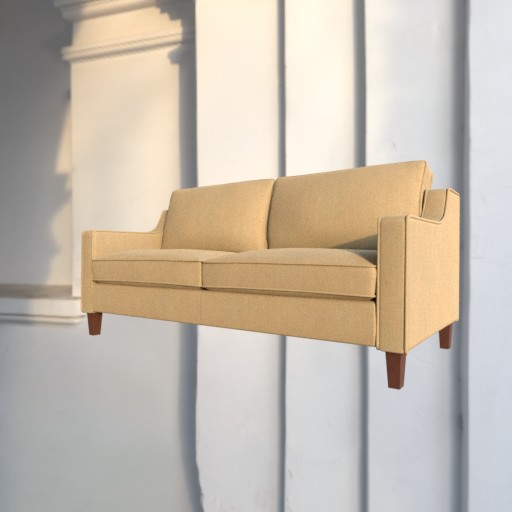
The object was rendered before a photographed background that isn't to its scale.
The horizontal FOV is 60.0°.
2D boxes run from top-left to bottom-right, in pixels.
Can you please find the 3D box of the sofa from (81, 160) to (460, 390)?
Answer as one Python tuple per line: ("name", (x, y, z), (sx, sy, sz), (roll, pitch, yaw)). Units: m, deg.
("sofa", (0.000, 0.000, 2.784), (2.178, 1.071, 1.066), (0, 1, 35))
